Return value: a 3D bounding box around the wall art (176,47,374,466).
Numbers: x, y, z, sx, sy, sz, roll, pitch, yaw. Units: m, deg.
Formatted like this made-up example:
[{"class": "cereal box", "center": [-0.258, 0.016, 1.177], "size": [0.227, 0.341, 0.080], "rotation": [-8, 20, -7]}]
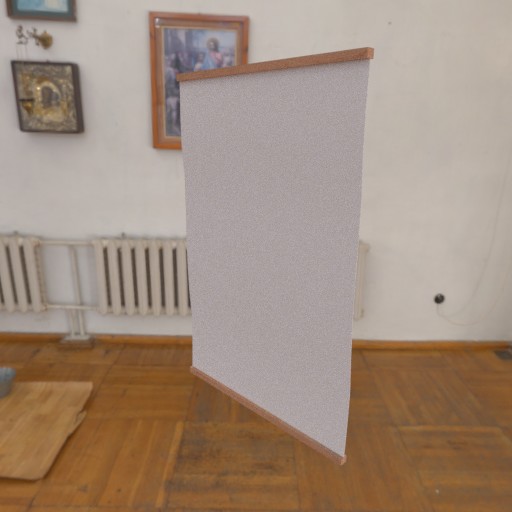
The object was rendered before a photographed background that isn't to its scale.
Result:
[{"class": "wall art", "center": [0.000, 0.000, 0.634], "size": [0.012, 0.508, 0.332], "rotation": [-15, 22, -42]}]
